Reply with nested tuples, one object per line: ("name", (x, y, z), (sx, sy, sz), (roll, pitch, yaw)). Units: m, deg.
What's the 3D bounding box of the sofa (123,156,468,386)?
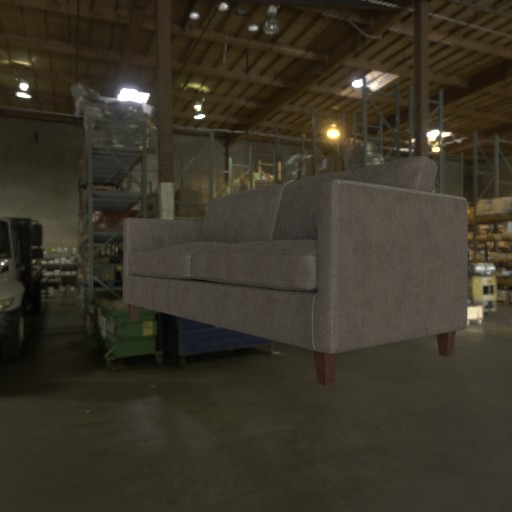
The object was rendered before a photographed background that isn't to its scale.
("sofa", (0.000, 0.000, 2.728), (0.951, 0.965, 2.208), (0, 0, -36))
